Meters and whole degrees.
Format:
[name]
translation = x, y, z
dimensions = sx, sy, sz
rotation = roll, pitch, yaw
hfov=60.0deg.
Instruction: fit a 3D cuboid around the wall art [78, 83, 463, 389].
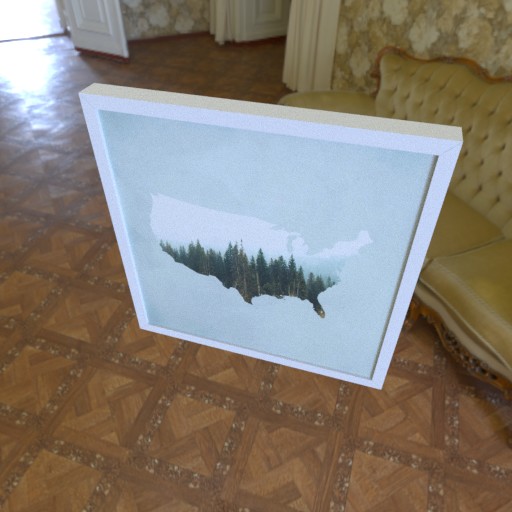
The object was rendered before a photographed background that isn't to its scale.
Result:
[wall art]
translation = 0.000, 0.000, 0.446
dimensions = 0.304, 0.304, 0.024
rotation = 11, 42, 13
